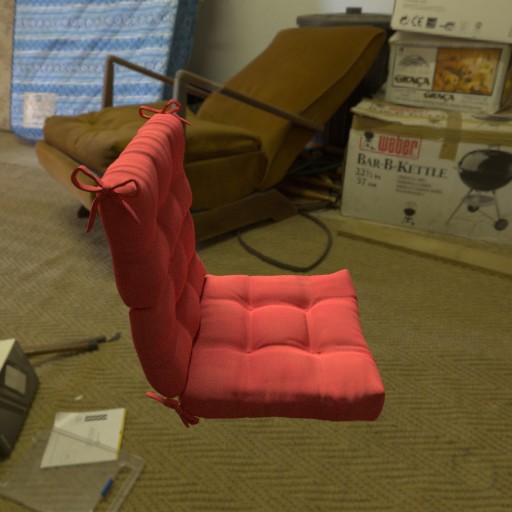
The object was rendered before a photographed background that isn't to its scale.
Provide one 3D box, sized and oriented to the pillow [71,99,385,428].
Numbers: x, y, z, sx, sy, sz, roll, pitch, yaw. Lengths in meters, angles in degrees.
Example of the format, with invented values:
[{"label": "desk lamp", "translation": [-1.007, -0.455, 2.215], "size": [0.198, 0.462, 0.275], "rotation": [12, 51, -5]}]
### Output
[{"label": "pillow", "translation": [0.000, 0.000, 1.022], "size": [0.571, 0.605, 0.519], "rotation": [0, 32, 0]}]
